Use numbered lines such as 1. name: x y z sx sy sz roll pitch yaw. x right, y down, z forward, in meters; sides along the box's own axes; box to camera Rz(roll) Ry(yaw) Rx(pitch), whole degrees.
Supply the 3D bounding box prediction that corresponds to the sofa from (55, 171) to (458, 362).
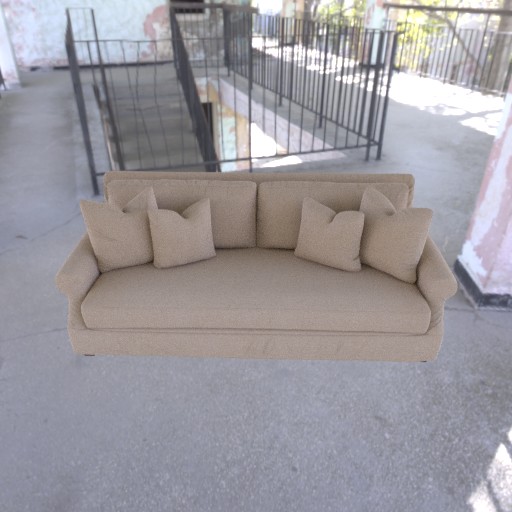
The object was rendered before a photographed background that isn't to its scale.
1. sofa: 0.000 0.000 2.858 2.285 0.904 1.067 1 31 1
